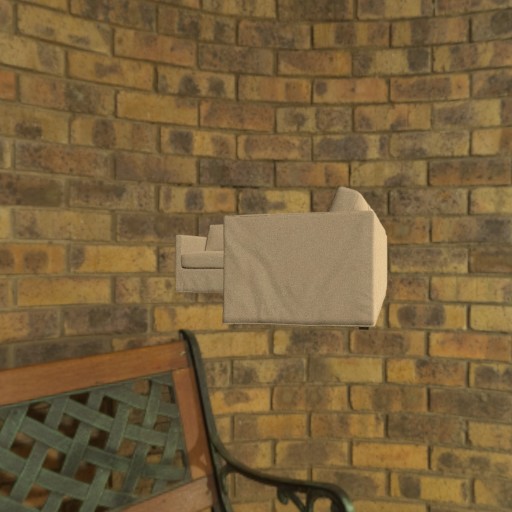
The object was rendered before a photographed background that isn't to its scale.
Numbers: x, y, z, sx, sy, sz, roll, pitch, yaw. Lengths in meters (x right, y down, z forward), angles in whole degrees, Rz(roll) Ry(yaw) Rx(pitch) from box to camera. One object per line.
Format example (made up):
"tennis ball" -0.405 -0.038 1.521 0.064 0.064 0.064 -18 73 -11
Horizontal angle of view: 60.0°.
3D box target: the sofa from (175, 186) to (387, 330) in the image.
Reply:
"sofa" 0.000 0.000 4.375 2.432 0.871 3.182 0 0 18
